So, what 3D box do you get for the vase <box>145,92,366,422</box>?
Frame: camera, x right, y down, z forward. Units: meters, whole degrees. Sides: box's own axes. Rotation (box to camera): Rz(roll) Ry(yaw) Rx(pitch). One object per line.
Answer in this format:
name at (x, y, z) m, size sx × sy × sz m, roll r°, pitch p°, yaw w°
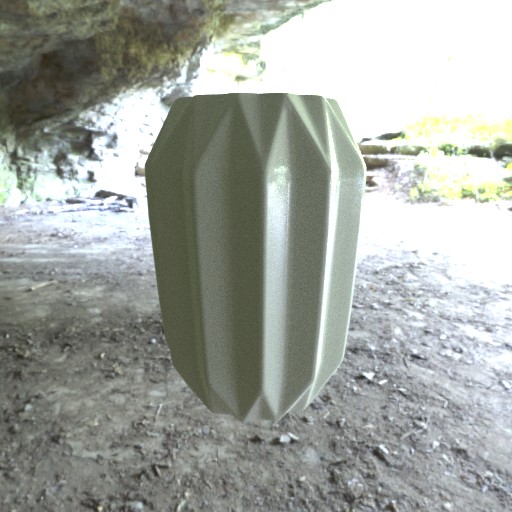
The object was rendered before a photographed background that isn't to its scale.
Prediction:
vase at (0.000, 0.000, 0.411) m, size 0.195 × 0.275 × 0.195 m, roll 0°, pitch 15°, yaw 0°
